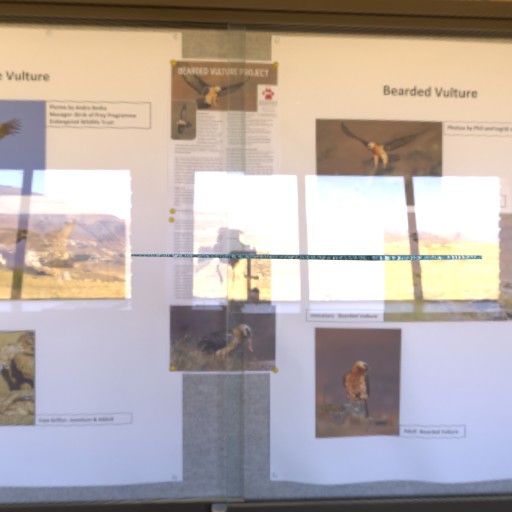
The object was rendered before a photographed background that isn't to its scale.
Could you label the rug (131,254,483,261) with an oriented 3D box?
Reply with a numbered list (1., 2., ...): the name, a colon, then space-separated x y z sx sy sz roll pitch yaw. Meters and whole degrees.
1. rug: 0.000 0.000 2.552 0.676 0.016 2.286 0 0 -35
